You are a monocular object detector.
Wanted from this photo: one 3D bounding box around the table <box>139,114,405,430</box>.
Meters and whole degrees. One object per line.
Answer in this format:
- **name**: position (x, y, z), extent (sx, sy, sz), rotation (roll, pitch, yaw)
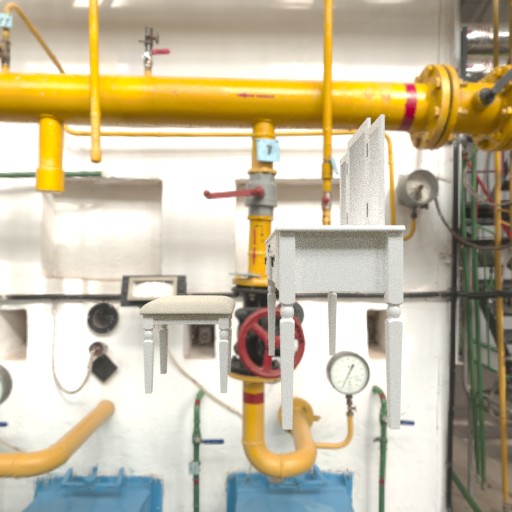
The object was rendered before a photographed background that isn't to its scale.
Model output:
- **table**: position (0.000, 0.000, 2.313), extent (1.115, 1.310, 1.369), rotation (0, 0, -1)
